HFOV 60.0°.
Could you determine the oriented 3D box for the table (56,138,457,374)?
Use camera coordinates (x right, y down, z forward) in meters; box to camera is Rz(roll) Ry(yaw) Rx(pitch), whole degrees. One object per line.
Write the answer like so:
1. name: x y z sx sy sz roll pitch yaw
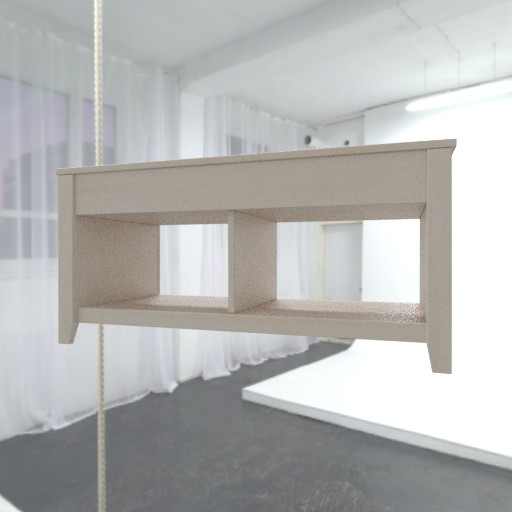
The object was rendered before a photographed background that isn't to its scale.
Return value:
1. table: 0.000 0.000 1.281 1.016 0.483 0.457 0 0 19
